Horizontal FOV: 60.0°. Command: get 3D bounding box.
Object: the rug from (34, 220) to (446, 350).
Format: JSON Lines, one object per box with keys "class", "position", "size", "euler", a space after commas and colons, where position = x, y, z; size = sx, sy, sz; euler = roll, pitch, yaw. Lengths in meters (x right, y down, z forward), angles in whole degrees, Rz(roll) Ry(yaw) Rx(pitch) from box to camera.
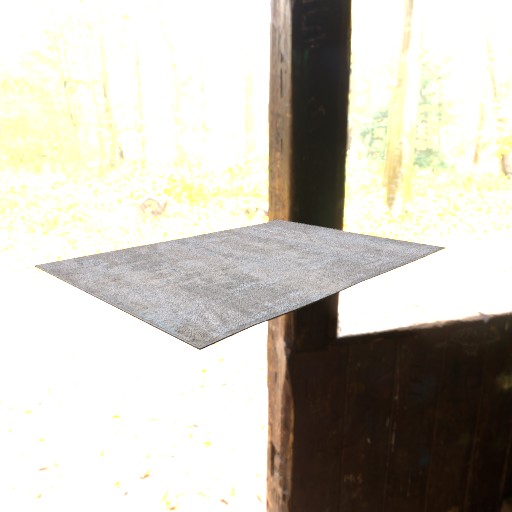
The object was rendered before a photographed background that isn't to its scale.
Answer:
{"class": "rug", "position": [0.000, 0.000, 4.340], "size": [2.393, 0.013, 3.307], "euler": [14, 20, 42]}
